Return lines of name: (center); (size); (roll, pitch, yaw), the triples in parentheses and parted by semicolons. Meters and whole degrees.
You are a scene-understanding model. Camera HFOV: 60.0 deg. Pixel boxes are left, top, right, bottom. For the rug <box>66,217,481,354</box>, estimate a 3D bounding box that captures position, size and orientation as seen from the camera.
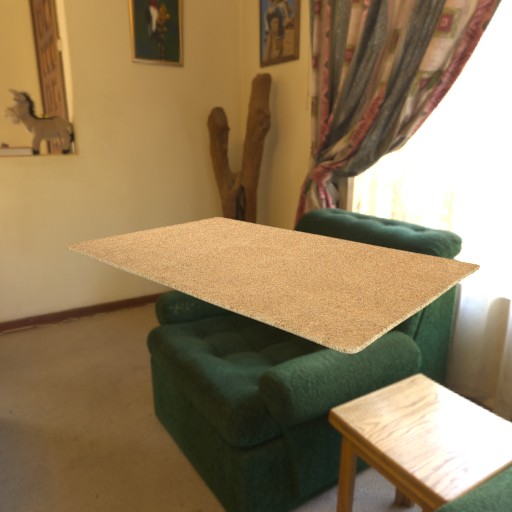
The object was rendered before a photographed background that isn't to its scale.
rug: (0.000, 0.000, 2.926); (2.349, 0.025, 1.500); (14, 21, 41)
